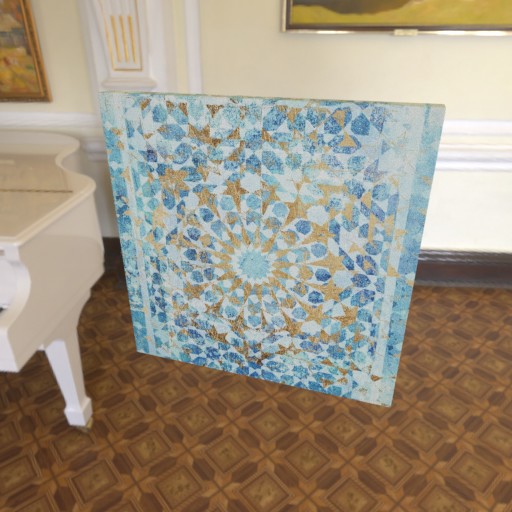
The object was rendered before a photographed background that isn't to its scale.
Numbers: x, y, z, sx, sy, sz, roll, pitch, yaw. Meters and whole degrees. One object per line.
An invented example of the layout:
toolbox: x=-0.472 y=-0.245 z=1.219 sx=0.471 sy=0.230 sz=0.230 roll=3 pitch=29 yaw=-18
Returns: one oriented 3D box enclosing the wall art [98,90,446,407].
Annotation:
wall art: x=0.000 y=0.000 z=0.898 sx=0.609 sy=0.609 sz=0.040 roll=8 pitch=28 yaw=16
